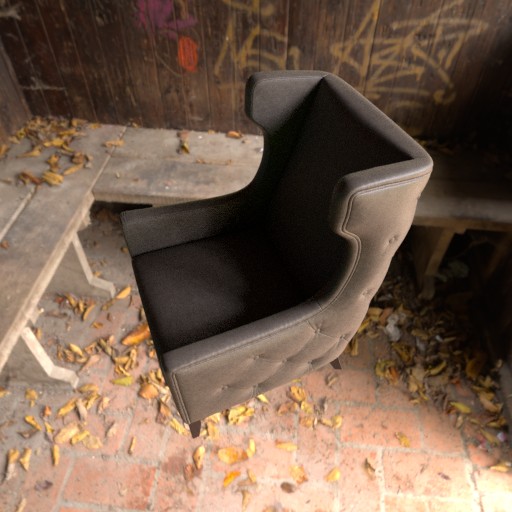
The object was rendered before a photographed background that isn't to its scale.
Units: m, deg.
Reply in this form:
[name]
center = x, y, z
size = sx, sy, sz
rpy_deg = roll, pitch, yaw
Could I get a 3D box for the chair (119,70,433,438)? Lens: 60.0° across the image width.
[chair]
center = 0.000, 0.000, 1.667
size = 0.899, 1.079, 0.769
rpy_deg = -17, 50, -15
